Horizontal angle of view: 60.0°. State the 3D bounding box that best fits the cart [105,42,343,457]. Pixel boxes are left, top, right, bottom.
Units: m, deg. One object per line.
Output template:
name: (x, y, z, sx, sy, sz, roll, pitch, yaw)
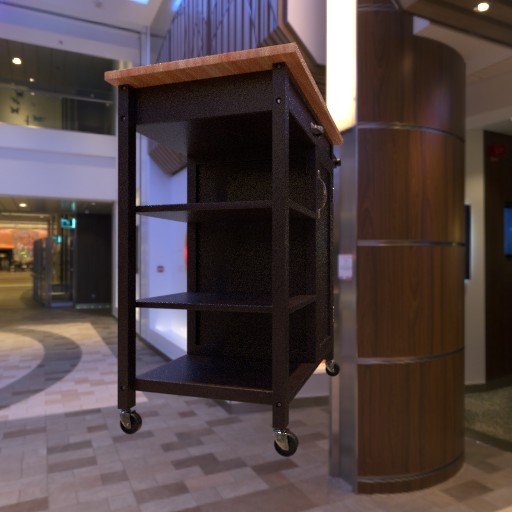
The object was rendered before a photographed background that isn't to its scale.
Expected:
cart: (0.000, 0.000, 1.422, 0.472, 0.878, 0.914, 0, 0, 18)
